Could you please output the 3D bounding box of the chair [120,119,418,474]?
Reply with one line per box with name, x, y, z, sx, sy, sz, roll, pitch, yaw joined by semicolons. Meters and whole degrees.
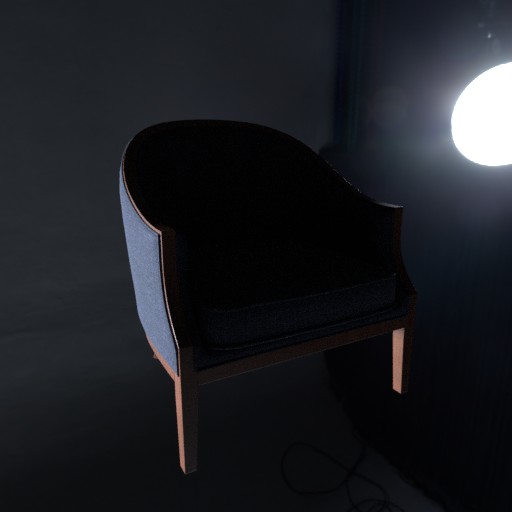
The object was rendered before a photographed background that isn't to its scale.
chair;0.000;0.000;1.450;0.803;0.876;0.735;-8;17;-28
